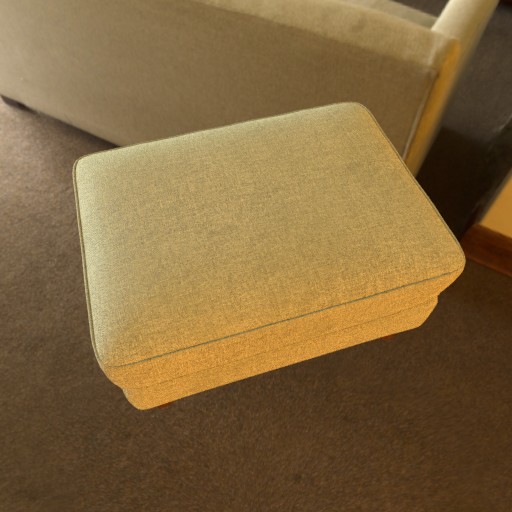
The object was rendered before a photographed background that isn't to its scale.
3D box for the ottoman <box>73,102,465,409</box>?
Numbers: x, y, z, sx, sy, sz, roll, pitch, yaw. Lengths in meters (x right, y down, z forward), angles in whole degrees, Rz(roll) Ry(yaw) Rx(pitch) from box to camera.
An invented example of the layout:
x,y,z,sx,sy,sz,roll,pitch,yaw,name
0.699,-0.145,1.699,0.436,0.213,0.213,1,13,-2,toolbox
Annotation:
x,y,z,sx,sy,sz,roll,pitch,yaw,name
0.000,0.000,1.313,0.889,0.561,0.661,-14,58,-9,ottoman
